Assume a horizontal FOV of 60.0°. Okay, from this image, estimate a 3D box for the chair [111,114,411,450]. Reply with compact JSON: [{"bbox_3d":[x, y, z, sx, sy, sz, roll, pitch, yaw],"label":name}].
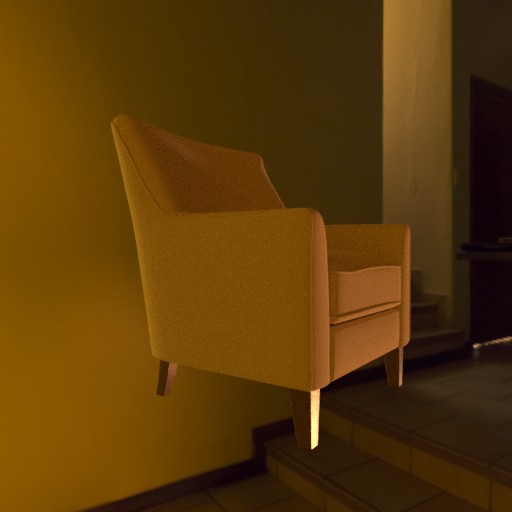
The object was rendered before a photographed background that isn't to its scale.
[{"bbox_3d":[0.000,0.000,1.551,0.879,0.916,0.756,0,0,37],"label":"chair"}]
